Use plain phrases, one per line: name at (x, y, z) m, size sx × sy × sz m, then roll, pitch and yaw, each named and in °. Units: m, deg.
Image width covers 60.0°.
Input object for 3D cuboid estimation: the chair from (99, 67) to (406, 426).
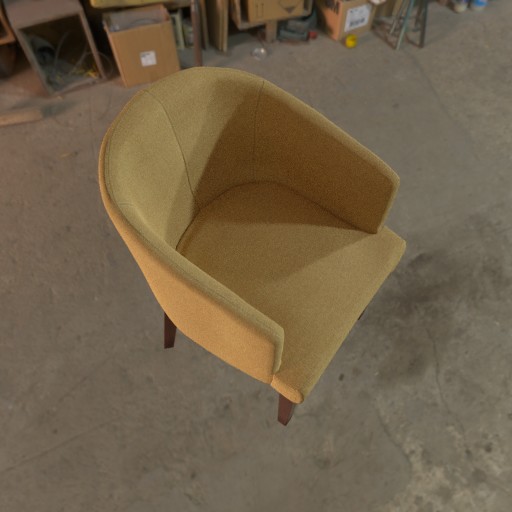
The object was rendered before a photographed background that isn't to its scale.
chair at (0.000, 0.000, 1.233) m, size 0.655 × 0.811 × 0.583 m, roll 32°, pitch 63°, yaw 19°
